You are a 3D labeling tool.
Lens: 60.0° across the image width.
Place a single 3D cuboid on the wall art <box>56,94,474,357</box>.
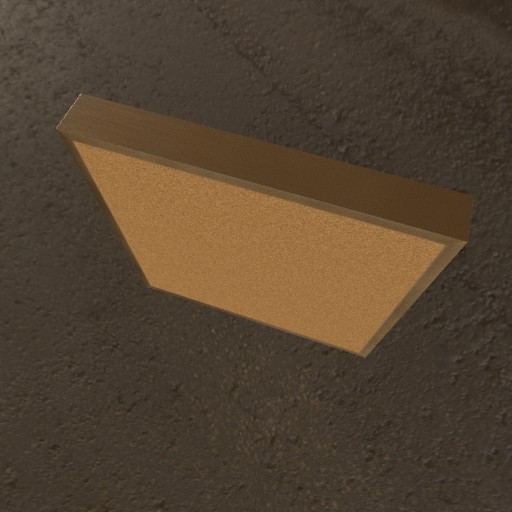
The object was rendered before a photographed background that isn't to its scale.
[{"bbox_3d":[0.000,0.000,0.455,0.305,0.303,0.038,17,64,8],"label":"wall art"}]
